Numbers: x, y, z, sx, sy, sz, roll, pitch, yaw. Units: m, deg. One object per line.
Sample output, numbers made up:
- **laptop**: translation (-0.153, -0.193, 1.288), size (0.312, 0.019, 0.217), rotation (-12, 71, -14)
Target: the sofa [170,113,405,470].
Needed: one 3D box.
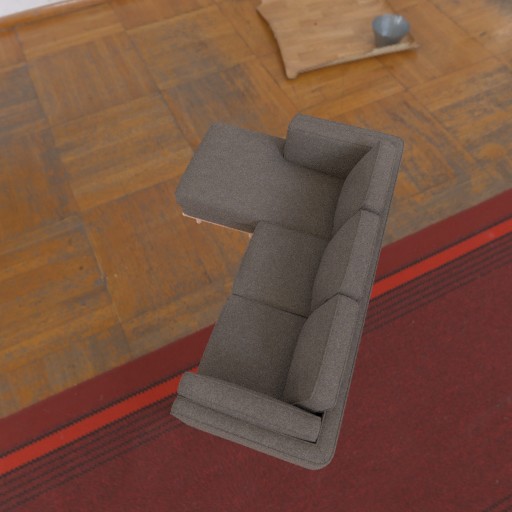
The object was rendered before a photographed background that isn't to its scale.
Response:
- **sofa**: translation (0.000, 0.000, 3.131), size (1.604, 0.929, 2.411), rotation (16, 61, 9)
